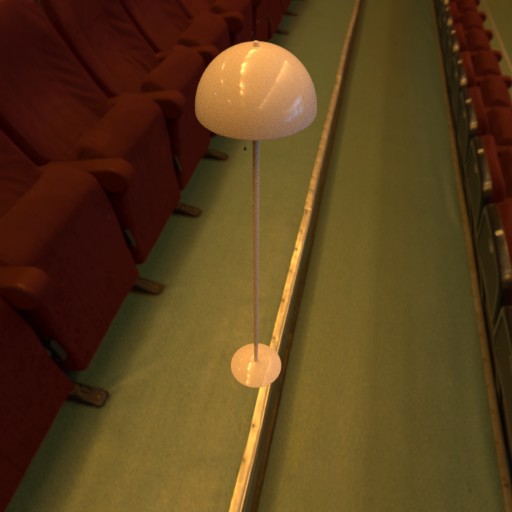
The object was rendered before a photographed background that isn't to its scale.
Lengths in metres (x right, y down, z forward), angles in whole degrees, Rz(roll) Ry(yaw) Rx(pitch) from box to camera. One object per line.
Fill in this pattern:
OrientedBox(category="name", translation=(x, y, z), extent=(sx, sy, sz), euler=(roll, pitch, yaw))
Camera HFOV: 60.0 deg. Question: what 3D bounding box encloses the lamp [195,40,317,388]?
OrientedBox(category="lamp", translation=(0.000, 0.000, 1.604), extent=(0.328, 1.480, 0.328), euler=(9, 46, 9))
